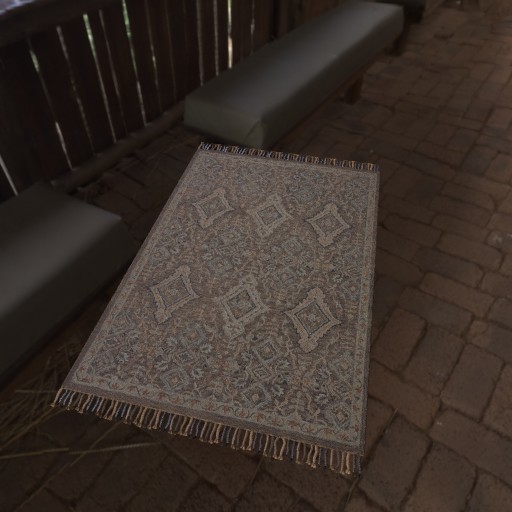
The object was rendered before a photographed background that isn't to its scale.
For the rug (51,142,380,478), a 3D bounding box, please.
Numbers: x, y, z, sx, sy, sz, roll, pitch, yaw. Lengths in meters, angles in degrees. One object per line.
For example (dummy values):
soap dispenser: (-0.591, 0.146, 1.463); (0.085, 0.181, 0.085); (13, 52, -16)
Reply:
rug: (0.000, 0.000, 2.878); (1.516, 0.010, 2.434); (9, 47, 9)
